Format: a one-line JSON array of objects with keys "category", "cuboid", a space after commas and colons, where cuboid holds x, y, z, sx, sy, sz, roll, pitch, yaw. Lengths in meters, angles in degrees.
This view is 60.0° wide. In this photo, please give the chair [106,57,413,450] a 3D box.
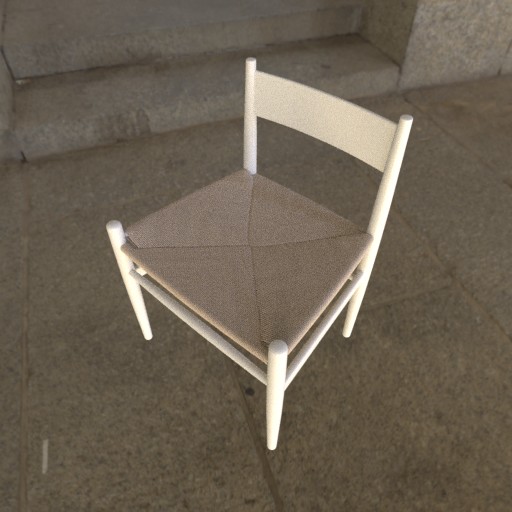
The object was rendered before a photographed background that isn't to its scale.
[{"category": "chair", "cuboid": [0.000, 0.000, 1.153, 0.556, 0.762, 0.495, 33, 54, 27]}]
